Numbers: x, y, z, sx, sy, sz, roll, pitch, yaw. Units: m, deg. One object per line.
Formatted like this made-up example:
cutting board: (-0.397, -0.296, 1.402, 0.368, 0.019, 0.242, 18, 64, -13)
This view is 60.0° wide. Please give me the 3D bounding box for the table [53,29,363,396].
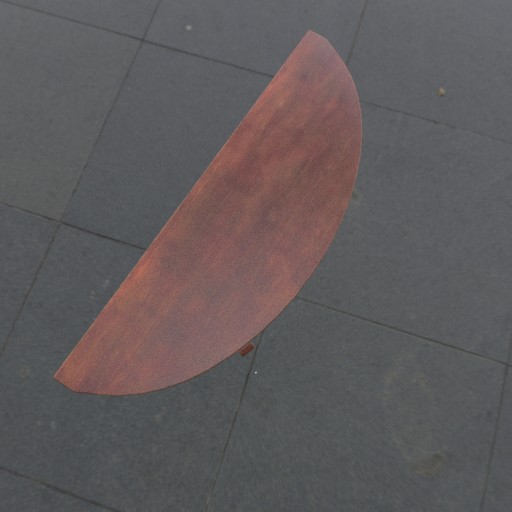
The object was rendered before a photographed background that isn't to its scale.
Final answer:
table: (0.000, 0.000, 1.509, 0.394, 0.699, 1.198, 32, 78, 8)
